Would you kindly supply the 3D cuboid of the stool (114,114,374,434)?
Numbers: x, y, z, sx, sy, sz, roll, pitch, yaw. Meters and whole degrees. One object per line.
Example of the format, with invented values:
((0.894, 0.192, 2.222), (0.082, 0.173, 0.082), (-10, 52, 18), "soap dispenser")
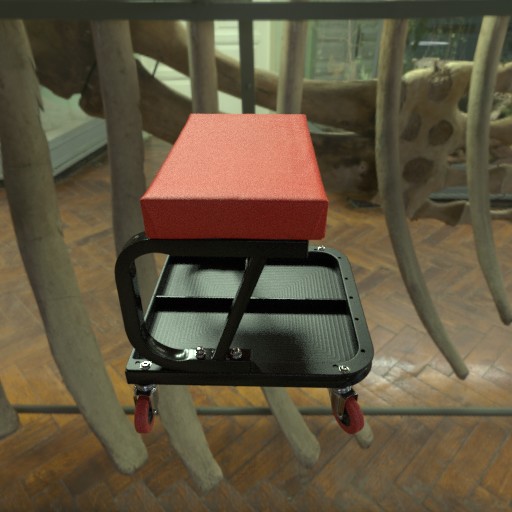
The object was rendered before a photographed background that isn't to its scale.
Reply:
((0.000, 0.000, 0.743), (0.371, 0.380, 0.446), (1, 32, 1), "stool")
